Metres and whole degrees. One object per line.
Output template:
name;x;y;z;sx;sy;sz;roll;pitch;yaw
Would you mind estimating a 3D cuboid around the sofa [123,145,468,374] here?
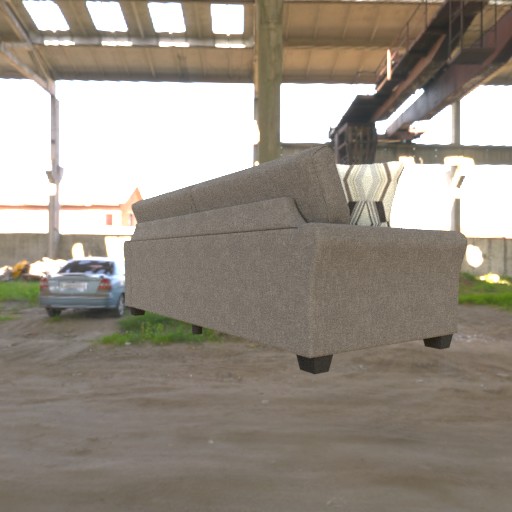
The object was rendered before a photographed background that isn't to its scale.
sofa;0.000;0.000;2.524;0.889;0.813;2.032;0;0;-34
